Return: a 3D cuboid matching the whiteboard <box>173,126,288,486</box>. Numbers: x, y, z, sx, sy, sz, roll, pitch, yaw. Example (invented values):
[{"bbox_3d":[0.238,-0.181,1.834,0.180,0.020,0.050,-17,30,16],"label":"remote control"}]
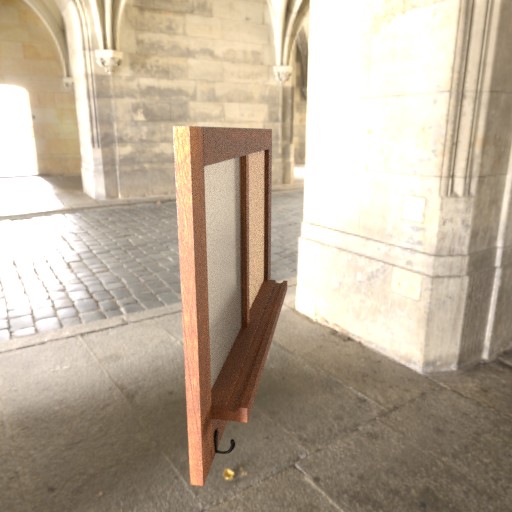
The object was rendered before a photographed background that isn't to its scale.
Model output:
[{"bbox_3d":[0.000,0.000,1.008,0.083,0.559,0.783,3,16,9],"label":"whiteboard"}]
